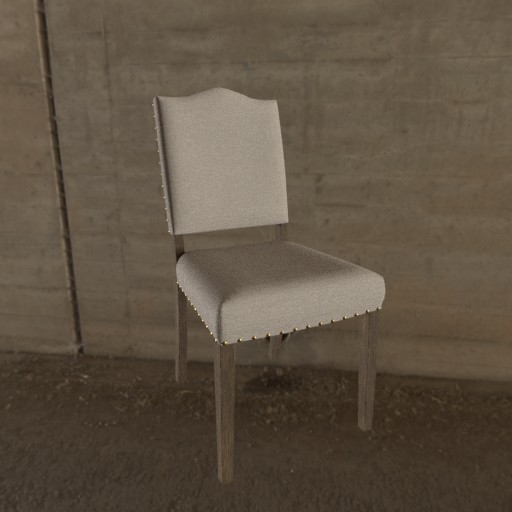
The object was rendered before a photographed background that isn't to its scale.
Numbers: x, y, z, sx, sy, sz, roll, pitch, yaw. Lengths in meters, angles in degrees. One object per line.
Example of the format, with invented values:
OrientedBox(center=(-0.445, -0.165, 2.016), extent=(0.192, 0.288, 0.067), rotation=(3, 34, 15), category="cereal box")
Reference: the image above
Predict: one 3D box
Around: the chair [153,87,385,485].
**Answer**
OrientedBox(center=(0.000, 0.000, 1.372), extent=(0.508, 1.020, 0.620), rotation=(-8, 18, -26), category="chair")
